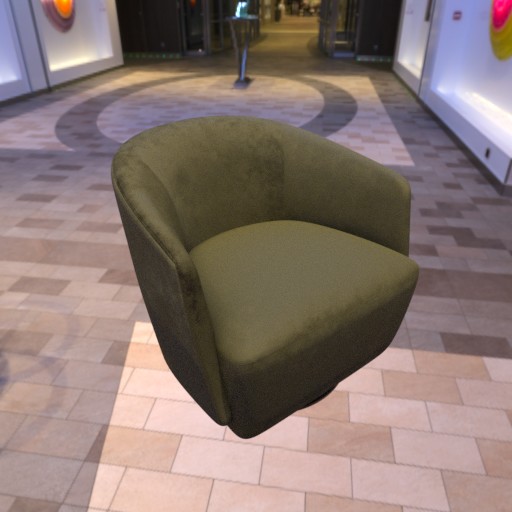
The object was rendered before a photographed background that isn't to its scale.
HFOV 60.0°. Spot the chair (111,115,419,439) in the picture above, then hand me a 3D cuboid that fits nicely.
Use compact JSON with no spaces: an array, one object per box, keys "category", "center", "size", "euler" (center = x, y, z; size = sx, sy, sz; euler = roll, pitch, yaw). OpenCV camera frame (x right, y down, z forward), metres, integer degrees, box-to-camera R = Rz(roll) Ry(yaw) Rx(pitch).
[{"category":"chair","center":[0.000,0.000,1.350],"size":[0.773,0.698,0.767],"euler":[-21,36,-32]}]
